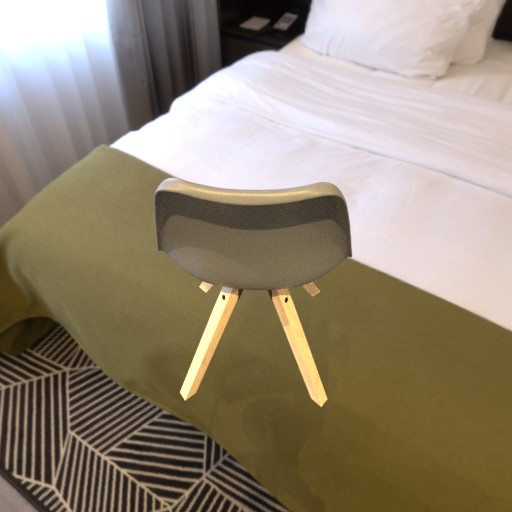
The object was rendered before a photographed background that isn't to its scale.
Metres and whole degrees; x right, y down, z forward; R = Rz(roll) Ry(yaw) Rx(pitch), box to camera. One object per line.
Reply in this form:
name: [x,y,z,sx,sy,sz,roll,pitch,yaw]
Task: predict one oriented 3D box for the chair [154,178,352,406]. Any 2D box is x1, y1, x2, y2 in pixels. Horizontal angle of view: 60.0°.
chair: [0.000,0.000,1.201,0.485,0.850,0.550,2,46,2]
